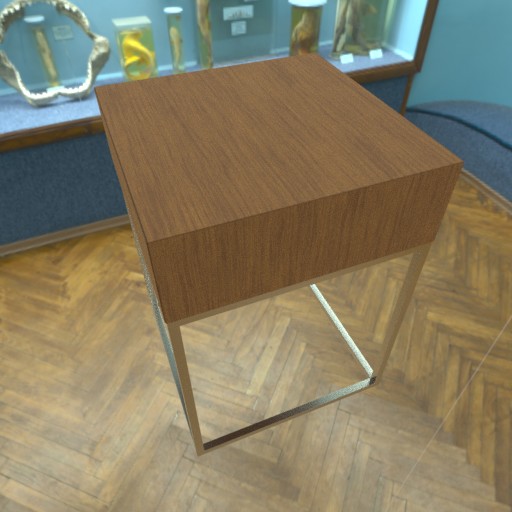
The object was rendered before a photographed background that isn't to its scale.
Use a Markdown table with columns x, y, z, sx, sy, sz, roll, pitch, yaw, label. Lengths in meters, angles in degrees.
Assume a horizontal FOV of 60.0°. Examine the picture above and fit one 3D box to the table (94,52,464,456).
| x | y | z | sx | sy | sz | roll | pitch | yaw | label |
| --- | --- | --- | --- | --- | --- | --- | --- | --- | --- |
| 0.000 | 0.000 | 0.817 | 0.398 | 0.540 | 0.397 | -16 | 46 | -16 | table |
